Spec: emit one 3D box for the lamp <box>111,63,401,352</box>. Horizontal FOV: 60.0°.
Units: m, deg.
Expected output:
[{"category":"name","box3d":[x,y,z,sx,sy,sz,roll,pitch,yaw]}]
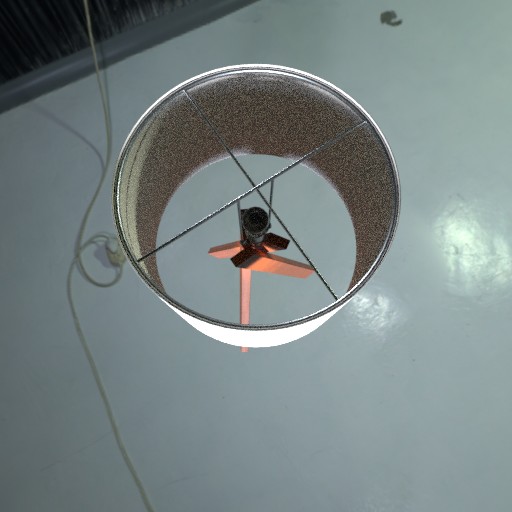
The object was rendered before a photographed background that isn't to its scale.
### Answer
[{"category":"lamp","box3d":[0.000,0.000,0.912,0.380,0.686,0.380,-33,77,-9]}]
